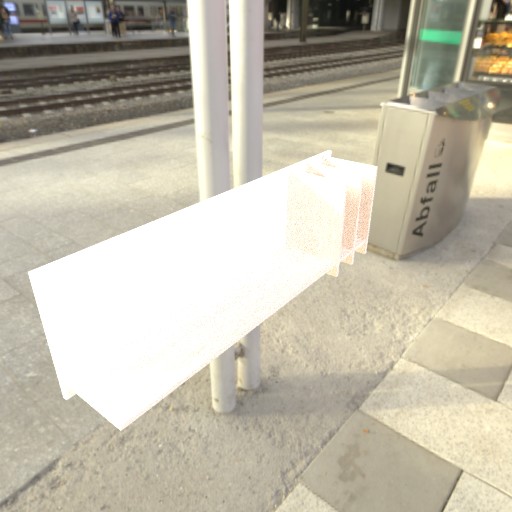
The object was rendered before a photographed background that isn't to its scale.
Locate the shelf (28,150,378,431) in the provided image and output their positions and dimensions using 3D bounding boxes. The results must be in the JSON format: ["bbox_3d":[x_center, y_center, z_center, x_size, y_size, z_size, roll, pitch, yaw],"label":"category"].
[{"bbox_3d":[0.000,0.000,1.138,0.200,0.300,1.020,21,35,33],"label":"shelf"}]
